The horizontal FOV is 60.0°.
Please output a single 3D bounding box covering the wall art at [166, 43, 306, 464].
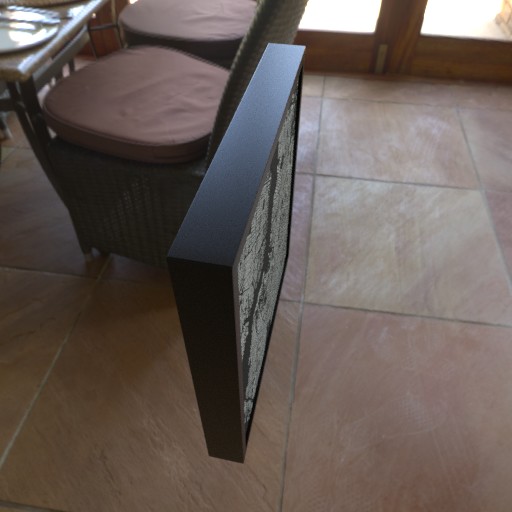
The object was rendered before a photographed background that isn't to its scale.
[{"bbox_3d":[0.000,0.000,0.446,0.037,0.299,0.299,9,47,8],"label":"wall art"}]
